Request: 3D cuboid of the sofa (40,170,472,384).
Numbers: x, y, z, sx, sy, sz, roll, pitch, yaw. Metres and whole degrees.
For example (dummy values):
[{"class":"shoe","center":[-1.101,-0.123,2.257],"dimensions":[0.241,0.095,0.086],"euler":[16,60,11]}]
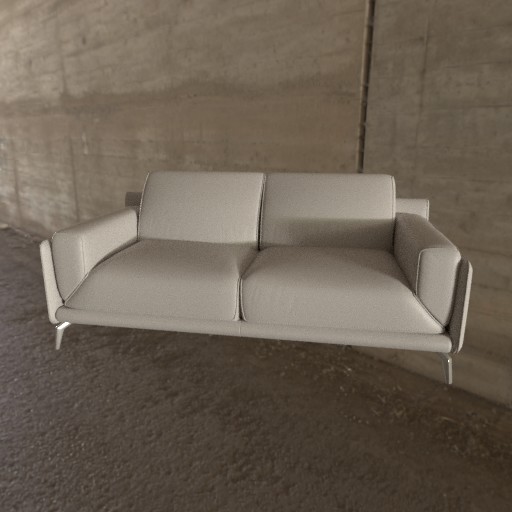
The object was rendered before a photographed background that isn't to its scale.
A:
[{"class":"sofa","center":[0.000,0.000,2.548],"dimensions":[2.101,0.930,1.049],"euler":[3,16,10]}]
